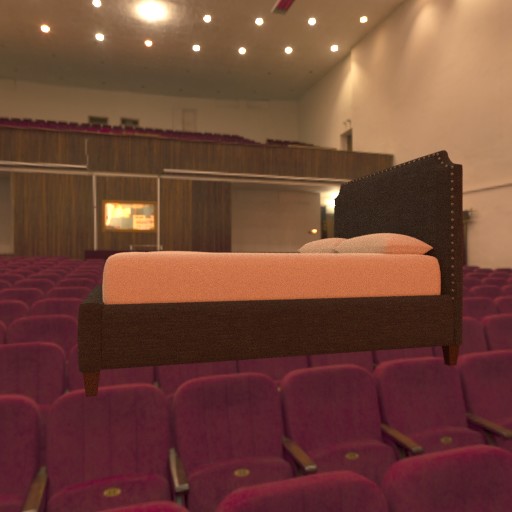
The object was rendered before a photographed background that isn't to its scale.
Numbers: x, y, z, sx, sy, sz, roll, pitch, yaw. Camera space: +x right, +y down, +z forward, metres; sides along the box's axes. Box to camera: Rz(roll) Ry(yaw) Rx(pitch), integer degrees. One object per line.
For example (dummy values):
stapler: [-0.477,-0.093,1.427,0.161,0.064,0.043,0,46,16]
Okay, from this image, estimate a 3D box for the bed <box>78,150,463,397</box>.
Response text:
bed: [0.000,0.000,3.357,2.372,1.443,1.713,0,0,-17]
